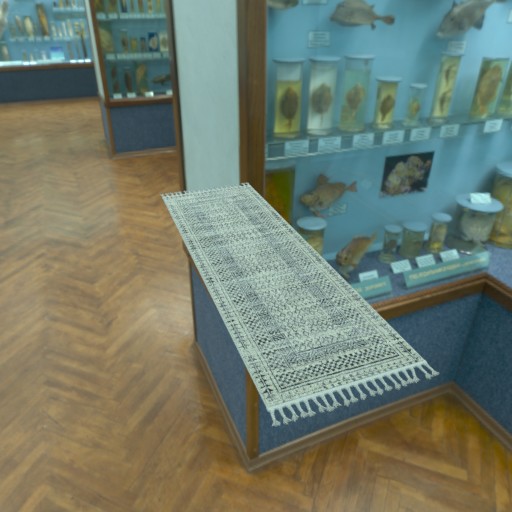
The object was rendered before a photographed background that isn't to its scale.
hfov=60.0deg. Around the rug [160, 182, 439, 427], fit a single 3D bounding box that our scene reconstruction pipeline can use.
[{"bbox_3d":[0.000,0.000,2.786,0.786,0.013,2.480,-11,32,-18],"label":"rug"}]
